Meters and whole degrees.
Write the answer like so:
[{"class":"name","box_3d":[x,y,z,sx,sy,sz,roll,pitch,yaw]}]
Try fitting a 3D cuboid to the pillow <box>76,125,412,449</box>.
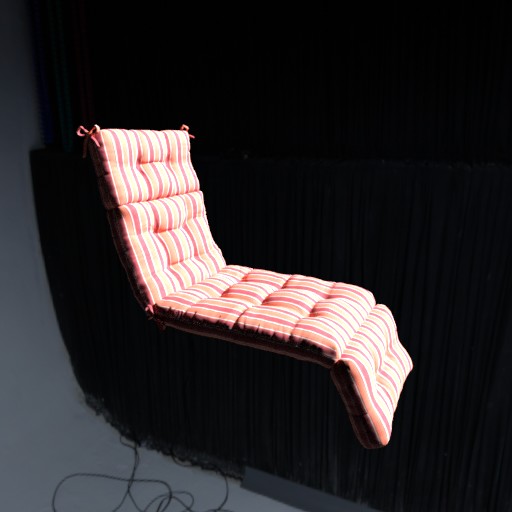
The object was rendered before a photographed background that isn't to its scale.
[{"class":"pillow","box_3d":[0.000,0.000,1.488,1.016,0.863,0.526,7,17,26]}]
